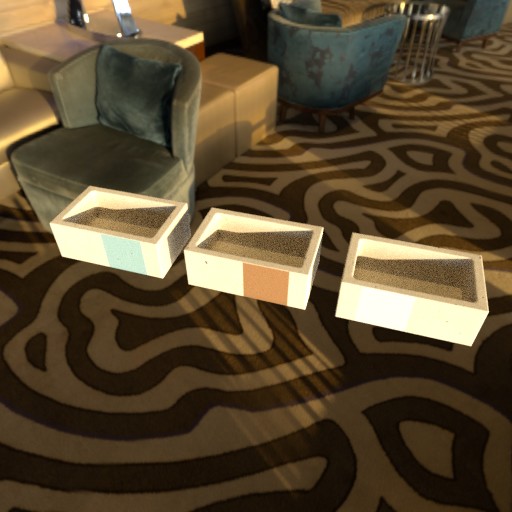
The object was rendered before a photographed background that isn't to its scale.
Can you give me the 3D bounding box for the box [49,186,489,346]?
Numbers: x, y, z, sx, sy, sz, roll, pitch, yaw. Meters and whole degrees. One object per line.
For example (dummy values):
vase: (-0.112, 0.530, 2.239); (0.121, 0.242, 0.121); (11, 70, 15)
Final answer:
box: (0.000, 0.000, 0.494); (0.461, 0.051, 0.082); (11, 42, 13)
